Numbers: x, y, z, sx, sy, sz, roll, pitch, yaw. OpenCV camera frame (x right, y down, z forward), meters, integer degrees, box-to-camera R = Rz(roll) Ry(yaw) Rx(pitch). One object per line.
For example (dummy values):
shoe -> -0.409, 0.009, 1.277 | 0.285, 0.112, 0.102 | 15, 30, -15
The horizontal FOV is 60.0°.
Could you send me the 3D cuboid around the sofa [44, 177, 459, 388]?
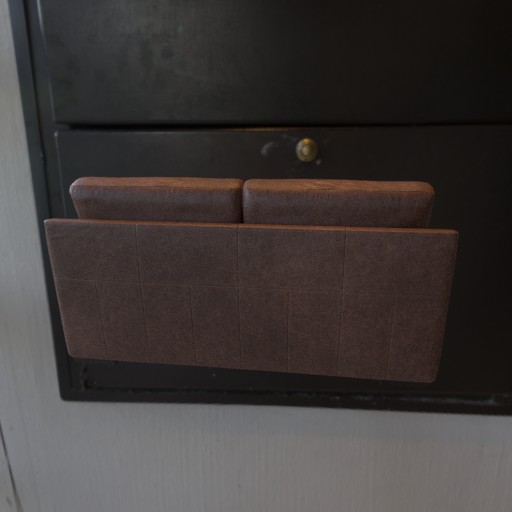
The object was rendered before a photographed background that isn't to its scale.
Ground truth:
sofa -> 0.000, 0.000, 2.496 | 1.880, 0.939, 1.143 | 2, 16, 8
